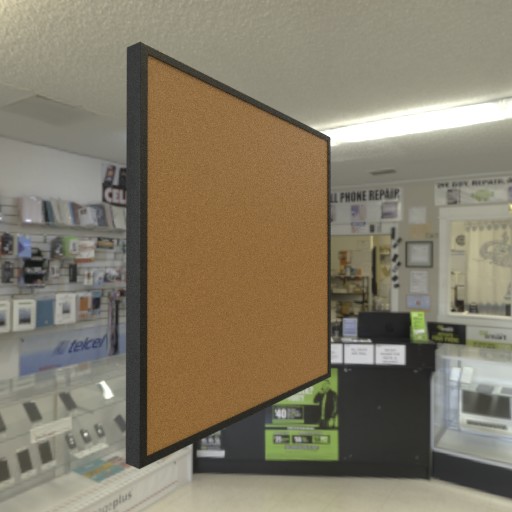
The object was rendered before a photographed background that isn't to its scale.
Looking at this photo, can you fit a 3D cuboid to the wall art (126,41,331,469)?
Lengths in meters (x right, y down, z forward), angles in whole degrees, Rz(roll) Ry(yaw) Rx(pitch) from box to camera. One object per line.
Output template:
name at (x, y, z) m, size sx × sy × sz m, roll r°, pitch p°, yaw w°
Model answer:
wall art at (0.000, 0.000, 1.110) m, size 0.039 × 0.763 × 0.763 m, roll 0°, pitch -1°, yaw 36°
